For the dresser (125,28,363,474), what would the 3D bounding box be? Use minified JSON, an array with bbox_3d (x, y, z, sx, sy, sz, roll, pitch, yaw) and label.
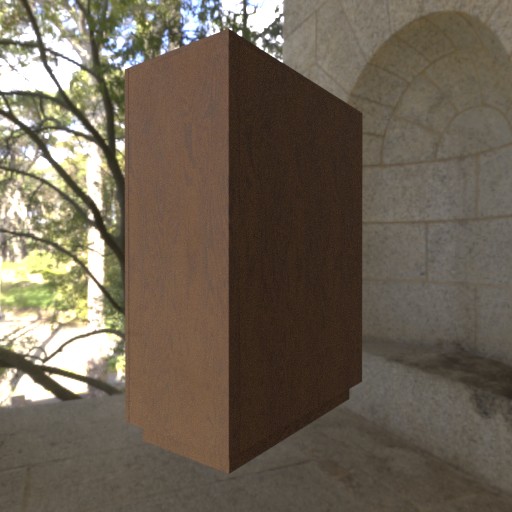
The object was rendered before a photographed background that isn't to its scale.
[{"bbox_3d":[0.000,0.000,1.822,0.516,1.320,0.964,0,0,36],"label":"dresser"}]
